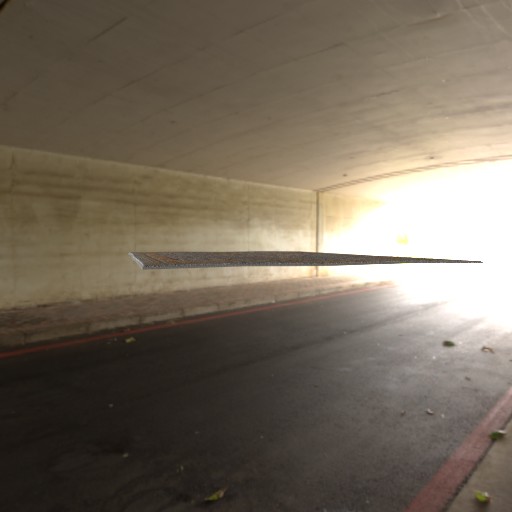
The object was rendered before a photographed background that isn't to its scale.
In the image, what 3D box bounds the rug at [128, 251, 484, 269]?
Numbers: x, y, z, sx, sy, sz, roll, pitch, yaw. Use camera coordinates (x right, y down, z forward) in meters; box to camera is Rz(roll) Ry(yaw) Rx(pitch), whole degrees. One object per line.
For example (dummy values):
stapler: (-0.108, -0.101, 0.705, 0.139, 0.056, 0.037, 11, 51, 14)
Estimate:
rug: (0.000, 0.000, 3.799, 2.043, 0.026, 2.901, -1, 2, -17)
